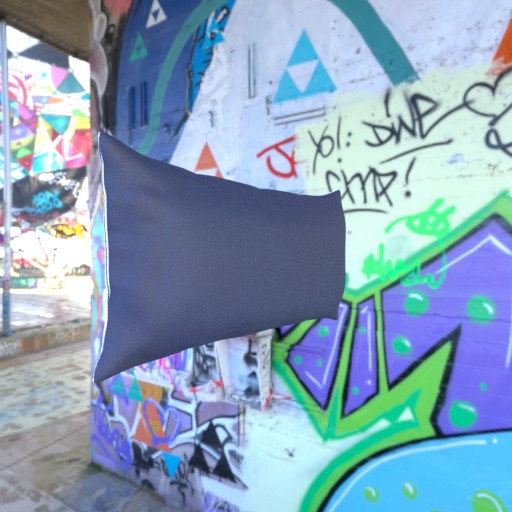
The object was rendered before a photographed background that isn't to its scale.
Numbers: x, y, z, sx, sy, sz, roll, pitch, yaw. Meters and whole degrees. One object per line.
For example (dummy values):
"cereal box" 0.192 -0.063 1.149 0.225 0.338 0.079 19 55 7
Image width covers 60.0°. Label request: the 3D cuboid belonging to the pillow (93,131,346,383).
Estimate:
"pillow" 0.000 0.000 0.734 0.151 0.287 0.610 0 1 36
